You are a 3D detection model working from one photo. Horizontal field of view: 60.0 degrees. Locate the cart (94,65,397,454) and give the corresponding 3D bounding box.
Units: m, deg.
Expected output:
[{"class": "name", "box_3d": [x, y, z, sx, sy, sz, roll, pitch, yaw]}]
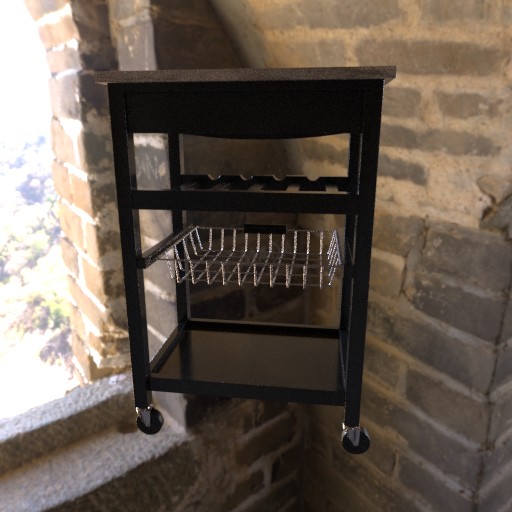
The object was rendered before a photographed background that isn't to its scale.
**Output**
[{"class": "cart", "box_3d": [0.000, 0.000, 1.133, 0.584, 0.839, 0.403, 2, 16, 8]}]
